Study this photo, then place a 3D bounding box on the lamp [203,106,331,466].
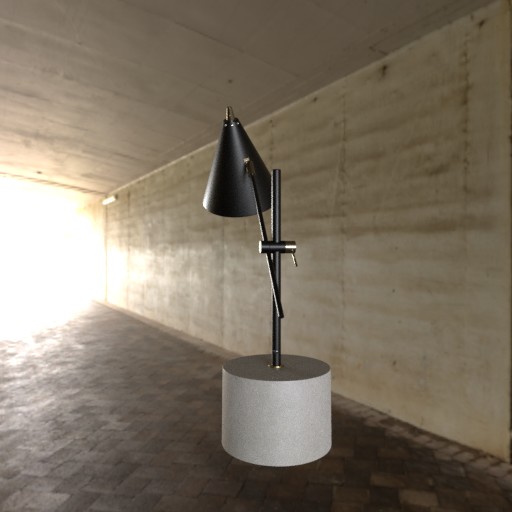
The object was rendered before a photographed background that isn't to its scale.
[{"bbox_3d":[0.000,0.000,0.728,0.214,0.518,0.403,0,0,1],"label":"lamp"}]
